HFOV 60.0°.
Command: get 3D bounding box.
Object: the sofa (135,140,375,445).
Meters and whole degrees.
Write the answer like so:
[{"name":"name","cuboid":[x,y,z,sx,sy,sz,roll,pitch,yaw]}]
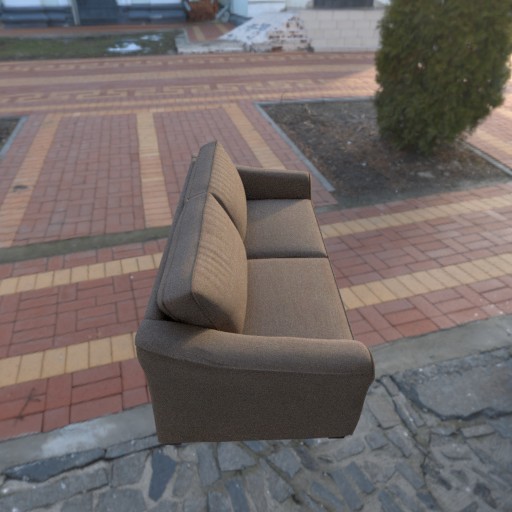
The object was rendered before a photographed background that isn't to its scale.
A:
[{"name":"sofa","cuboid":[0.000,0.000,2.780,0.986,0.906,2.270,-1,31,-1]}]
